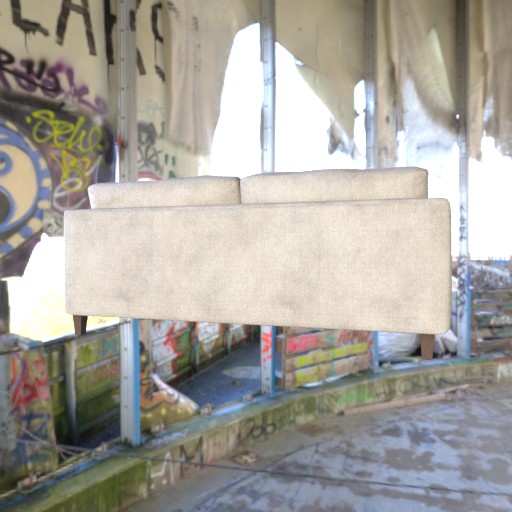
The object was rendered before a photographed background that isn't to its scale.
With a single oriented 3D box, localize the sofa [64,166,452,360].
[{"bbox_3d":[0.000,0.000,2.815,2.208,0.965,0.951,0,1,18],"label":"sofa"}]
